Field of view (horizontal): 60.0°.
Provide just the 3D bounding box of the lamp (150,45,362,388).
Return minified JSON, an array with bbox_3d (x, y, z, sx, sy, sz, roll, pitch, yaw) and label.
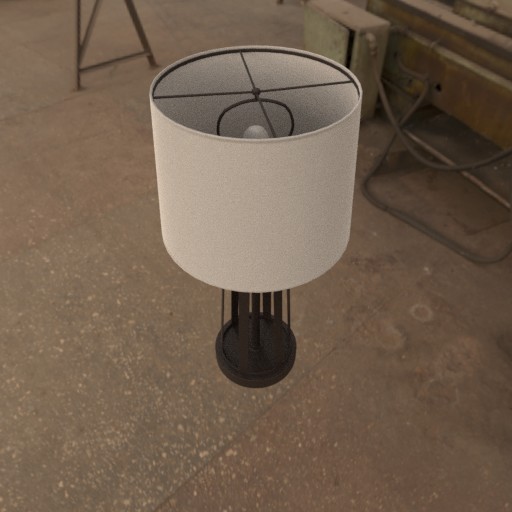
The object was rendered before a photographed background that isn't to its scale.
[{"bbox_3d":[0.000,0.000,0.645,0.251,0.509,0.251,0,45,0],"label":"lamp"}]
